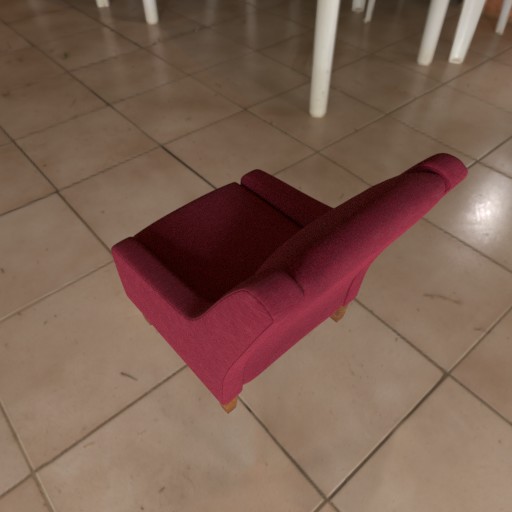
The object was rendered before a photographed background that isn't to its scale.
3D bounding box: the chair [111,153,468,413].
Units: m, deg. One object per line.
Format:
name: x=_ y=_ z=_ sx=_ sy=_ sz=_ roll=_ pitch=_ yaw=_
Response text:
chair: x=0.000 y=0.000 z=1.694 sx=0.793 sy=1.017 sz=0.985 roll=-33 pitch=55 yaw=-27
